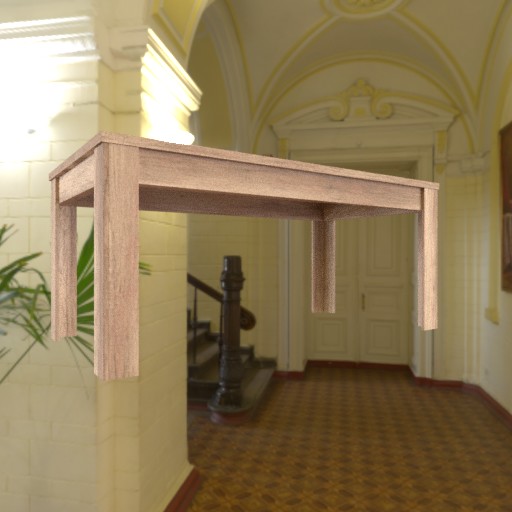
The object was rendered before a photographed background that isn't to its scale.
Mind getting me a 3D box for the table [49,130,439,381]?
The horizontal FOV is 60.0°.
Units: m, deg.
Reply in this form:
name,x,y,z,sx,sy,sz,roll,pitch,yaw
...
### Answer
name,x,y,z,sx,sy,sz,roll,pitch,yaw
table,0.000,0.000,2.272,1.800,0.790,0.900,0,0,-35
